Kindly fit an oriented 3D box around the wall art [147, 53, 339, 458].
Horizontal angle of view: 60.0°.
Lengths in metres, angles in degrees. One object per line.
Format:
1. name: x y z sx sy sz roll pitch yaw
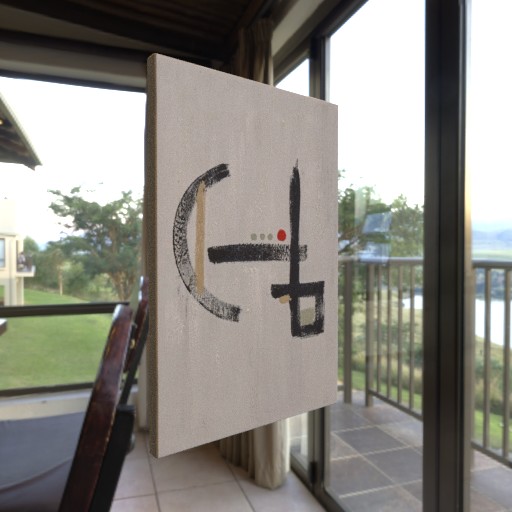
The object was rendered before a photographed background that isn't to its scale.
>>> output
1. wall art: 0.000 0.000 1.195 0.602 0.916 0.048 -1 2 -37
